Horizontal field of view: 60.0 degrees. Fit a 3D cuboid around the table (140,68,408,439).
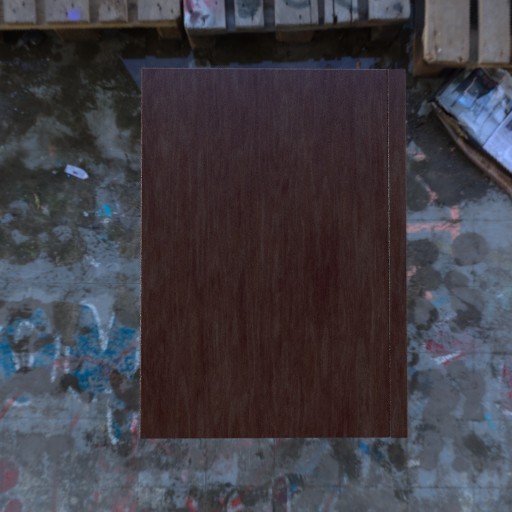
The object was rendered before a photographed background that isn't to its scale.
[{"bbox_3d":[0.000,0.000,0.972,0.449,0.609,0.557,0,89,-1],"label":"table"}]
